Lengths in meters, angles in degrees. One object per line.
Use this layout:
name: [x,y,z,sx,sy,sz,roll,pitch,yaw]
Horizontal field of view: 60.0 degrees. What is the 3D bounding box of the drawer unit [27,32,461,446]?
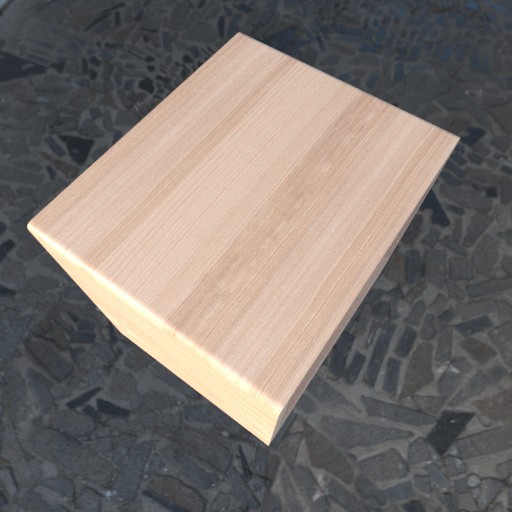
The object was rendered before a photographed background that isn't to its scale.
drawer unit: [0.000,0.000,0.596,0.290,0.344,0.344,32,67,15]
